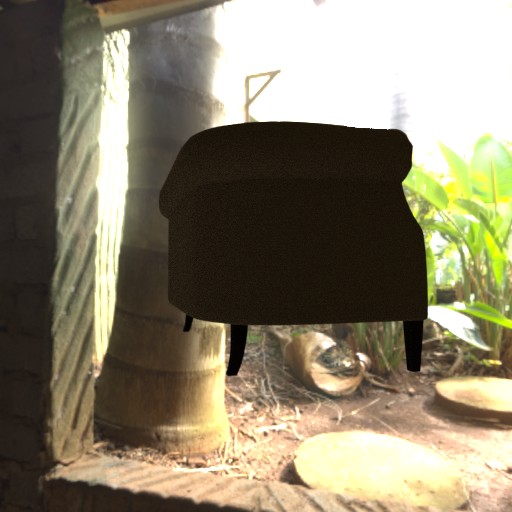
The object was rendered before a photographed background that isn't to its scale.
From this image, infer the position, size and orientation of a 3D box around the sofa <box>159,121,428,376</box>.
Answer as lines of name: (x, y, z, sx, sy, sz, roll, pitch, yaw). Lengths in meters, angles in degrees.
sofa: (0.000, 0.000, 2.074, 0.835, 0.827, 1.558, 1, -2, -17)
